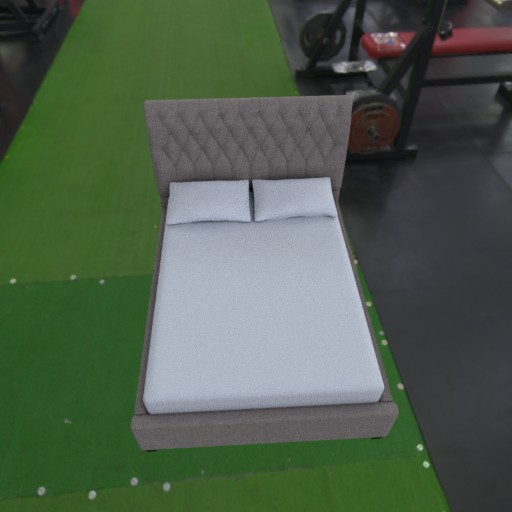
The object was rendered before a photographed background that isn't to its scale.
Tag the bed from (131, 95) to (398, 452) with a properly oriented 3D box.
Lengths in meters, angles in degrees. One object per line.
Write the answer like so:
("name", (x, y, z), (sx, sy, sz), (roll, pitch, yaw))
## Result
("bed", (0.000, 0.000, 3.251), (1.645, 1.371, 2.252), (-2, 46, -2))
